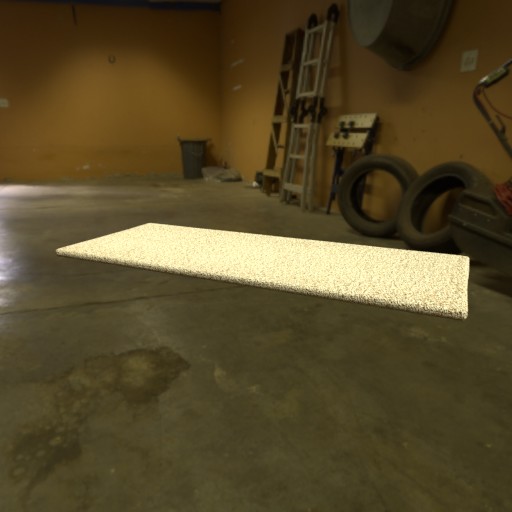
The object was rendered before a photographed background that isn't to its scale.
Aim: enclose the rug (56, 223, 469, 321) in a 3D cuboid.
[{"bbox_3d":[0.000,0.000,1.750,1.524,0.030,0.609,7,17,24],"label":"rug"}]
